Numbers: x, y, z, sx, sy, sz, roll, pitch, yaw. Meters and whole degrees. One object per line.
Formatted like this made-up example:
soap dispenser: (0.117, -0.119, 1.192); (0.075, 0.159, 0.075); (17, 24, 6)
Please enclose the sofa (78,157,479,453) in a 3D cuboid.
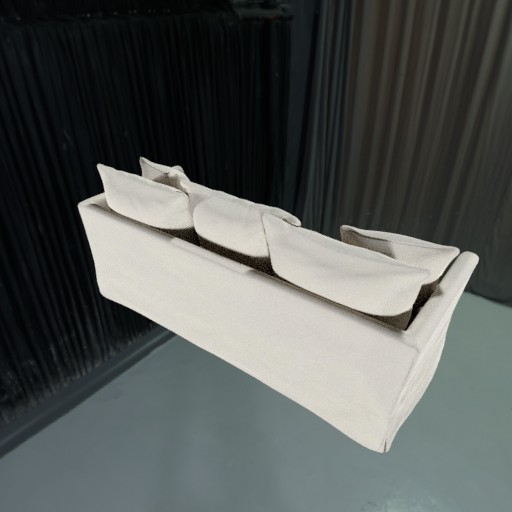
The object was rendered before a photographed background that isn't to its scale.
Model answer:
sofa: (0.000, 0.000, 2.977); (2.499, 1.047, 1.046); (21, 37, 31)
